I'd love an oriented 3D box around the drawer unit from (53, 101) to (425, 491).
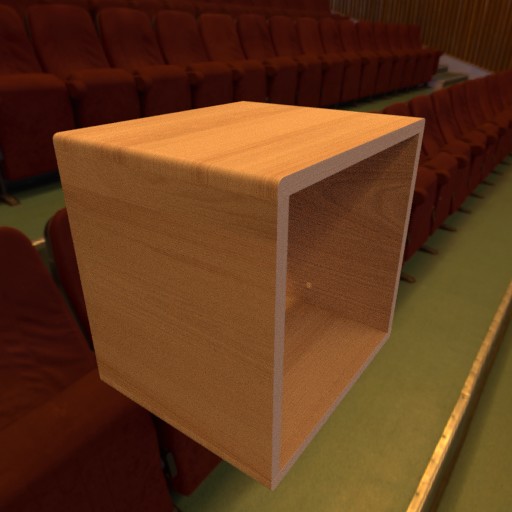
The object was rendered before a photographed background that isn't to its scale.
[{"bbox_3d":[0.000,0.000,0.598,0.290,0.344,0.344,18,31,32],"label":"drawer unit"}]
